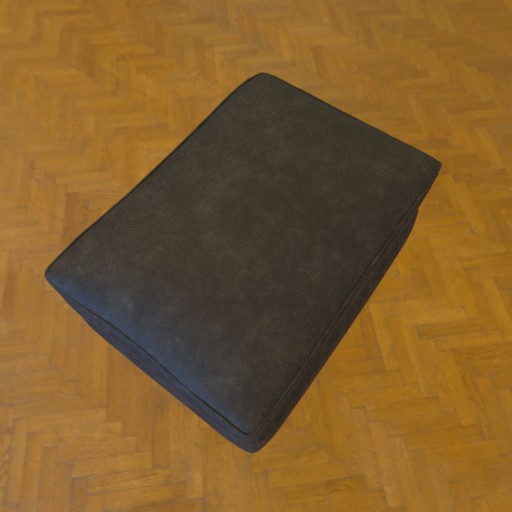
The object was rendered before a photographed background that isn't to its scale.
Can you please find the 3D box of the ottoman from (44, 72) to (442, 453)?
[{"bbox_3d":[0.000,0.000,0.977,0.501,0.413,0.665,33,67,16],"label":"ottoman"}]
